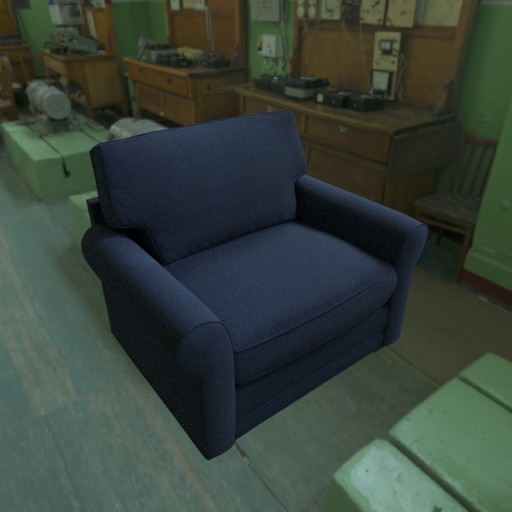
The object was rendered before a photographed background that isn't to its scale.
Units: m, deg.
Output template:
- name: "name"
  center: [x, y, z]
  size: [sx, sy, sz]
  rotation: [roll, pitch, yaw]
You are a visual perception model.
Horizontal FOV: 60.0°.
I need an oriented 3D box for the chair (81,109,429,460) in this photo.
- name: "chair"
  center: [0.000, 0.000, 1.985]
  size: [1.285, 1.044, 0.963]
  rotation: [-21, 36, -32]
